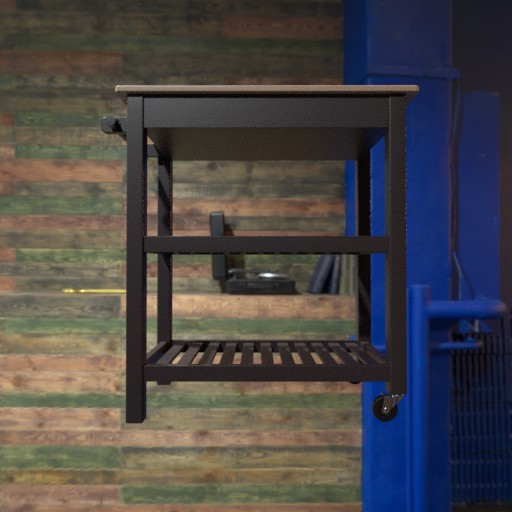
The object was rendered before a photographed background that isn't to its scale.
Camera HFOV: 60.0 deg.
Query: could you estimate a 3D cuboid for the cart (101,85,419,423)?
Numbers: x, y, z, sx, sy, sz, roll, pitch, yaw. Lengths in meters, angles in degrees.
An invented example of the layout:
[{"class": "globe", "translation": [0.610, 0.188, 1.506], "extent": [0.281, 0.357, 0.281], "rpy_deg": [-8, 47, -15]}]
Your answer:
[{"class": "cart", "translation": [0.000, 0.000, 1.434], "extent": [0.899, 0.927, 0.457], "rpy_deg": [0, -1, 0]}]
